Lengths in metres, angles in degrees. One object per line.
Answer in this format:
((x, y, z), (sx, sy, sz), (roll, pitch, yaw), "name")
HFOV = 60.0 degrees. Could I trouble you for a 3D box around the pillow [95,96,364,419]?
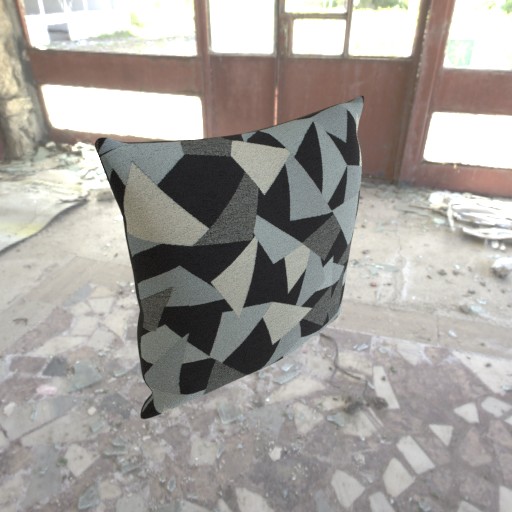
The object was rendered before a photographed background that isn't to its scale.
((0.000, 0.000, 0.781), (0.503, 0.496, 0.208), (-22, 37, -31), "pillow")
